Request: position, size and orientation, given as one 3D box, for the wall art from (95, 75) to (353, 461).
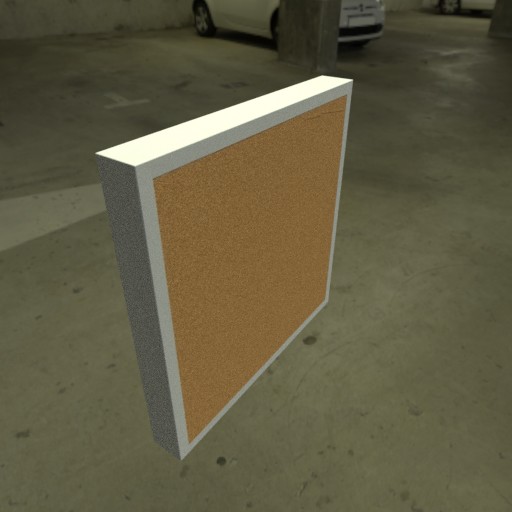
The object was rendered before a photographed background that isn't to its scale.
[{"bbox_3d":[0.000,0.000,0.464,0.038,0.305,0.305,21,39,29],"label":"wall art"}]
